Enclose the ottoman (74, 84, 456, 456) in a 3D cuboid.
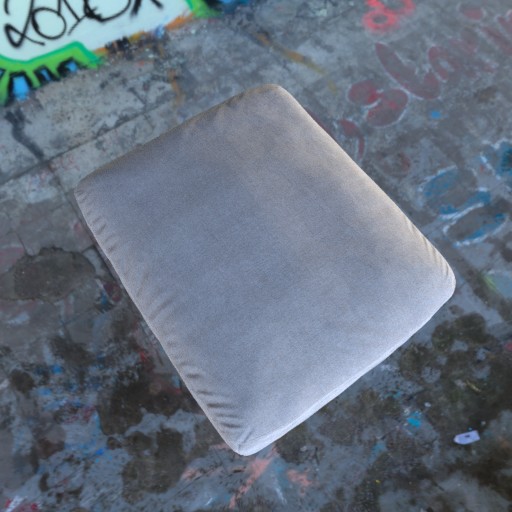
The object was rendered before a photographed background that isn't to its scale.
[{"bbox_3d":[0.000,0.000,1.235,0.683,0.481,0.837,-32,69,-14],"label":"ottoman"}]
